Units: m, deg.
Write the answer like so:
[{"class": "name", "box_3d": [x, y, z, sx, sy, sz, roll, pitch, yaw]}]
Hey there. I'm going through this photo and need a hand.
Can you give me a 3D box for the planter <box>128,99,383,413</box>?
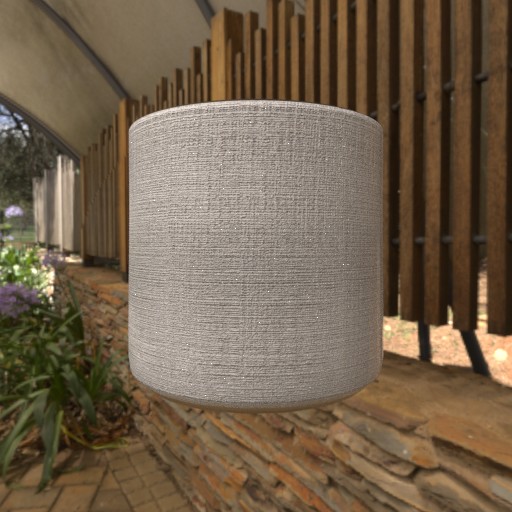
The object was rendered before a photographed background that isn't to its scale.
[{"class": "planter", "box_3d": [0.000, 0.000, 0.288, 0.160, 0.156, 0.160, 0, 2, 0]}]
